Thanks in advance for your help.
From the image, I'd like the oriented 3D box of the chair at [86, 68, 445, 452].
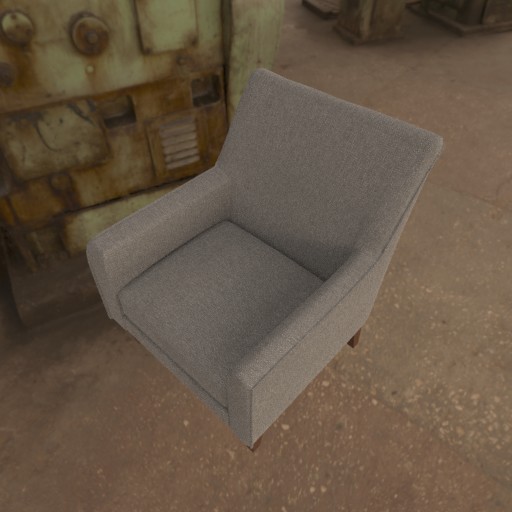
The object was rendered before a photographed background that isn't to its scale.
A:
[{"bbox_3d":[0.000,0.000,1.612,0.780,0.919,0.899,34,54,29],"label":"chair"}]
